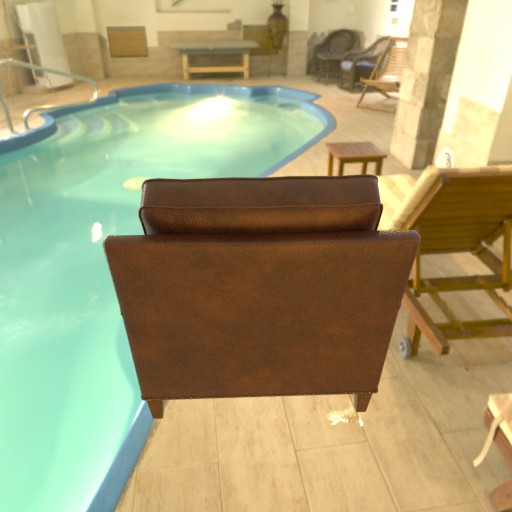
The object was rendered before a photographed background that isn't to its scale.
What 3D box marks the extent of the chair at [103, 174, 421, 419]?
[{"bbox_3d":[0.000,0.000,1.765,0.853,0.929,1.014,-1,30,-2],"label":"chair"}]
